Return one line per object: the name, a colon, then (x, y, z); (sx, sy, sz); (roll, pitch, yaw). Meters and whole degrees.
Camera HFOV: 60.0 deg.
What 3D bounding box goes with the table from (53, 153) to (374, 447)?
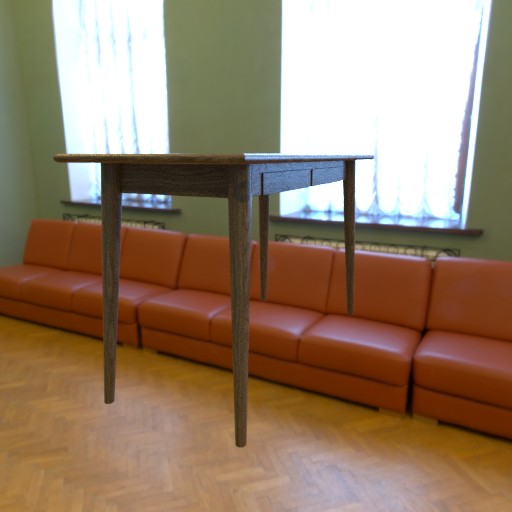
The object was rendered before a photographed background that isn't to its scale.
table: (0.000, 0.000, 1.742); (0.599, 0.780, 1.300); (6, 14, 26)
